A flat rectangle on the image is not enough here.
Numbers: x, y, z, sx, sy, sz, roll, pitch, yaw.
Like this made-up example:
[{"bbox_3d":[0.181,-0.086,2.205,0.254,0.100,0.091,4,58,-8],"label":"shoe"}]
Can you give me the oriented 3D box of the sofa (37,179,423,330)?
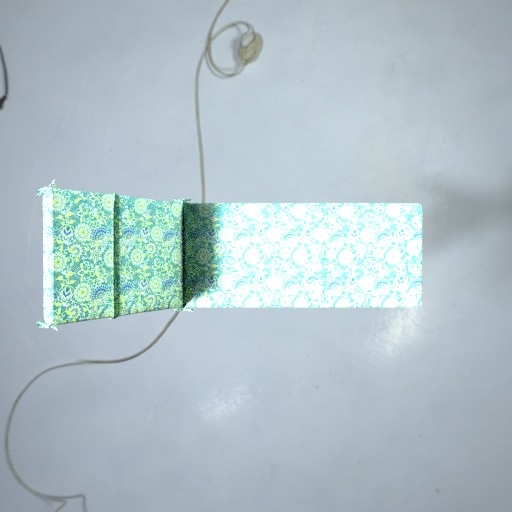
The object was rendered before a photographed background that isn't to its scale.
[{"bbox_3d":[0.000,0.000,1.954,1.663,0.622,0.582,0,91,0],"label":"sofa"}]
